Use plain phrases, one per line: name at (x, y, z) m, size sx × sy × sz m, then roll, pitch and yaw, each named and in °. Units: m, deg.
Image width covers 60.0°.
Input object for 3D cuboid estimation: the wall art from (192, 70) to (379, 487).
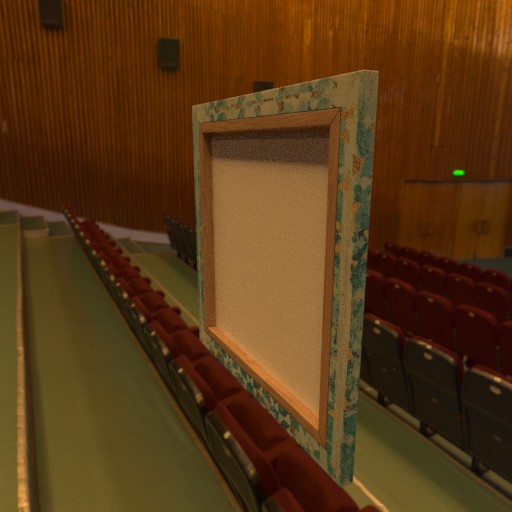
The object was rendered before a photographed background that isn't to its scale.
wall art at (0.000, 0.000, 1.329) m, size 0.040 × 0.916 × 0.916 m, roll -7°, pitch 16°, yaw -27°
